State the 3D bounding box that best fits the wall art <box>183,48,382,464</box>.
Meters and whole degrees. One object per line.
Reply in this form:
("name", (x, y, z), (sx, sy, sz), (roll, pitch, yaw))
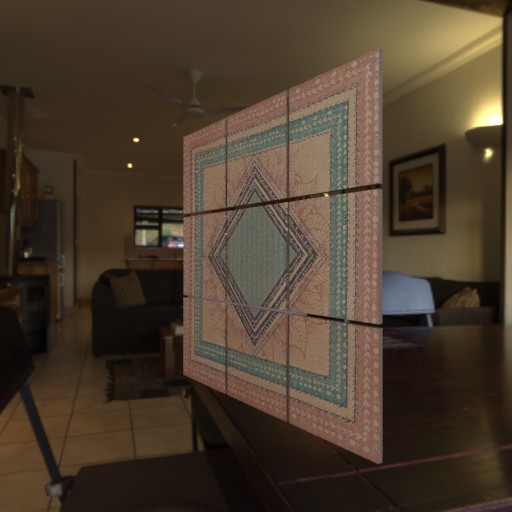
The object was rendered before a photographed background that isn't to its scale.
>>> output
("wall art", (0.000, 0.000, 1.342), (0.013, 0.914, 0.915), (0, 0, -37))
